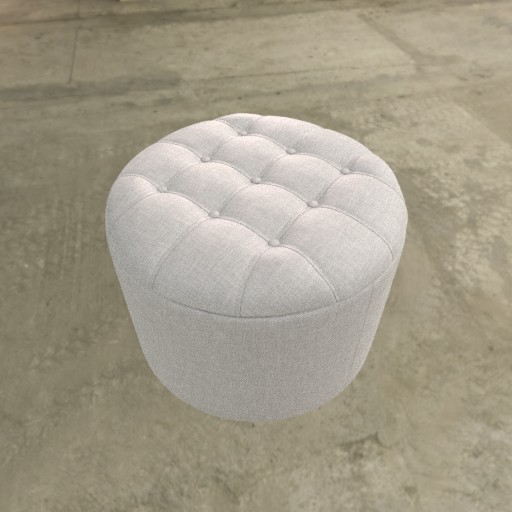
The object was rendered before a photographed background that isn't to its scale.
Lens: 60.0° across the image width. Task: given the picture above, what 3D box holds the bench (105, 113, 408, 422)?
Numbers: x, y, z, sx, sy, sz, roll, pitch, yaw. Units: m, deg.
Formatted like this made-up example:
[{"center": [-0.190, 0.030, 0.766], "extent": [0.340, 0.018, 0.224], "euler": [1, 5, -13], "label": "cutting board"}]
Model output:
[{"center": [0.000, 0.000, 1.010], "extent": [0.600, 0.453, 0.600], "euler": [0, 45, 0], "label": "bench"}]
